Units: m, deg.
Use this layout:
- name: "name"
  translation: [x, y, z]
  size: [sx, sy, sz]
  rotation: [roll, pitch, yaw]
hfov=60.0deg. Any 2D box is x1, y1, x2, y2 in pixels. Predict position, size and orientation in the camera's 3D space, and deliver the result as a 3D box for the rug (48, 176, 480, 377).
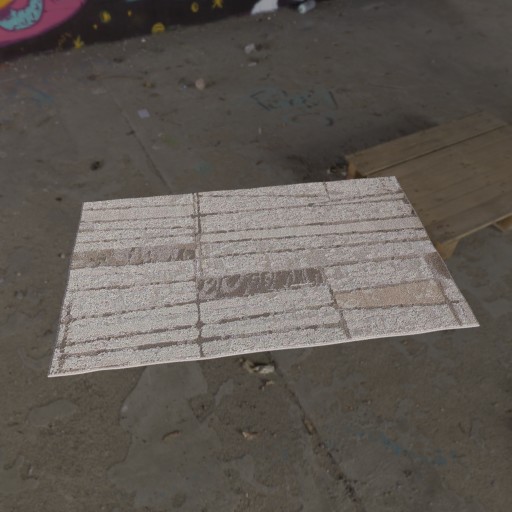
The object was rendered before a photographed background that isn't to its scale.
- name: "rug"
  translation: [0.000, 0.000, 1.050]
  size: [0.867, 0.007, 0.515]
  rotation: [-6, 47, -5]
